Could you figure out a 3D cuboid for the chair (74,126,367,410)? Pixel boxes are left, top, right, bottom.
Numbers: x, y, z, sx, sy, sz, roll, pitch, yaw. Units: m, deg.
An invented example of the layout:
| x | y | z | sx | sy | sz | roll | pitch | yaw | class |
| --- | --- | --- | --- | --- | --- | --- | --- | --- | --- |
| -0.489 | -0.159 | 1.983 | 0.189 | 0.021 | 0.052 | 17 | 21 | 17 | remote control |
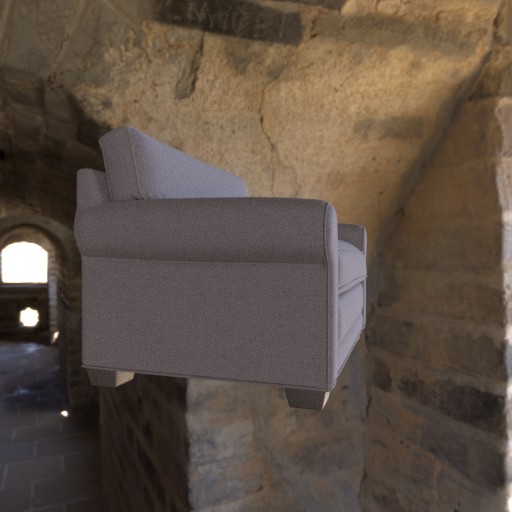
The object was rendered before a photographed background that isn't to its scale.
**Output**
| x | y | z | sx | sy | sz | roll | pitch | yaw | class |
| --- | --- | --- | --- | --- | --- | --- | --- | --- | --- |
| 0.000 | 0.000 | 2.027 | 0.930 | 0.930 | 1.390 | 0 | 0 | 18 | chair |
